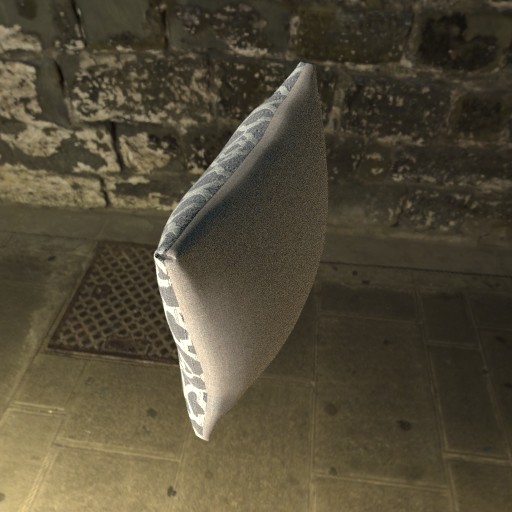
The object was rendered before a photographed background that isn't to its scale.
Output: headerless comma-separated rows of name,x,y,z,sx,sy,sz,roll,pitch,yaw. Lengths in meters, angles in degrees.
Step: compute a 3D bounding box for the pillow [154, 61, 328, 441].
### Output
pillow,0.000,0.000,0.787,0.215,0.498,0.508,16,49,15
